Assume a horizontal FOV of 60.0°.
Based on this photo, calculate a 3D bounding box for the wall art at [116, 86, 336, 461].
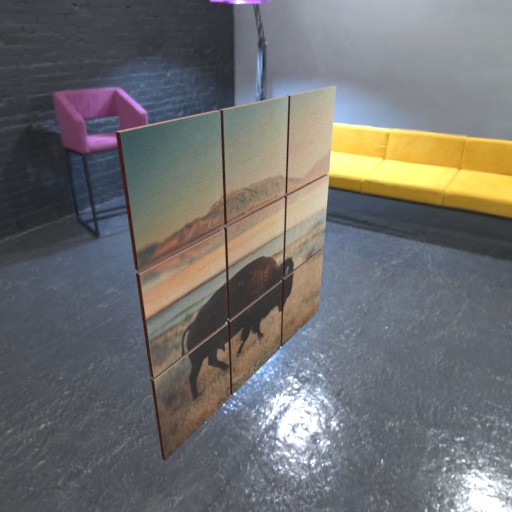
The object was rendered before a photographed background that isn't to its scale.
[{"bbox_3d":[0.000,0.000,1.366,0.018,0.904,0.906,18,32,31],"label":"wall art"}]
